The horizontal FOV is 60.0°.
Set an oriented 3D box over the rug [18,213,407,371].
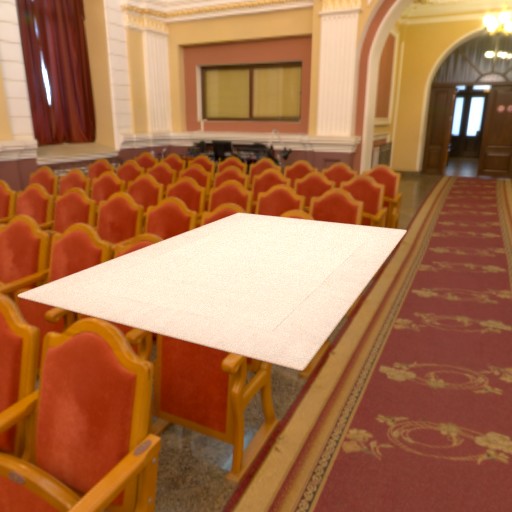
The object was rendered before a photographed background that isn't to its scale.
[{"bbox_3d":[0.000,0.000,2.287,1.219,0.013,1.829,8,19,25],"label":"rug"}]
